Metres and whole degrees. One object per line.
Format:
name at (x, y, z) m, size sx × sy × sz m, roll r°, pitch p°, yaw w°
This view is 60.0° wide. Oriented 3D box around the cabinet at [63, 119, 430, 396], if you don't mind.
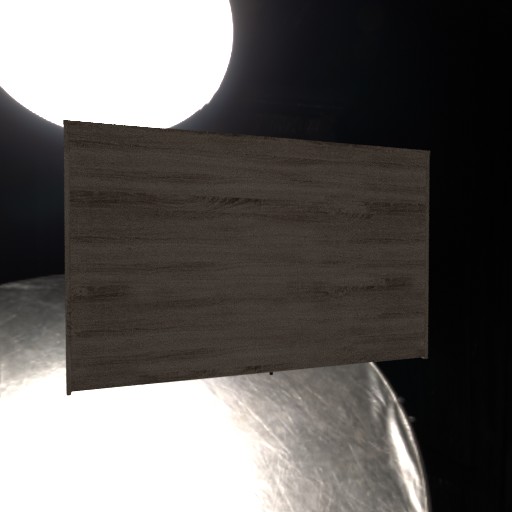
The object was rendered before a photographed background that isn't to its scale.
cabinet at (0.000, 0.000, 1.853) m, size 1.450 × 0.900 × 0.380 m, roll 0°, pitch 1°, yaw -19°
